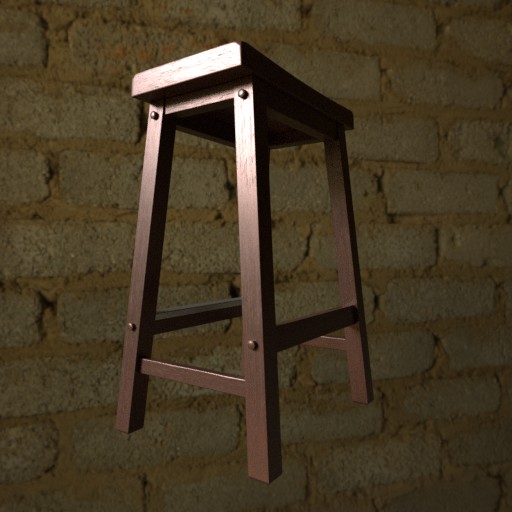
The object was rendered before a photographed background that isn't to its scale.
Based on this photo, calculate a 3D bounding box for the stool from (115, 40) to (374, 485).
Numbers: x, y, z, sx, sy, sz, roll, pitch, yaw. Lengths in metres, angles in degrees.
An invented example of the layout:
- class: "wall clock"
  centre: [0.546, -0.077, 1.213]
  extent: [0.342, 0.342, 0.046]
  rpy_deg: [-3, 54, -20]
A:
- class: "stool"
  centre: [0.000, 0.000, 0.849]
  extent: [0.322, 0.610, 0.406]
  rpy_deg: [1, 1, 35]
